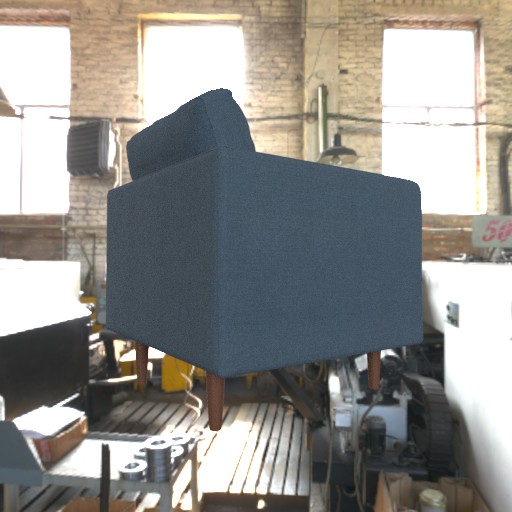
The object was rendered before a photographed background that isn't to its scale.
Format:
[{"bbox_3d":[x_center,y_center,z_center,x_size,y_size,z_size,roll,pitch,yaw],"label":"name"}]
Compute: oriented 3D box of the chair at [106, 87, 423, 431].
[{"bbox_3d":[0.000,0.000,1.575,0.820,0.922,0.855,0,0,-36],"label":"chair"}]
